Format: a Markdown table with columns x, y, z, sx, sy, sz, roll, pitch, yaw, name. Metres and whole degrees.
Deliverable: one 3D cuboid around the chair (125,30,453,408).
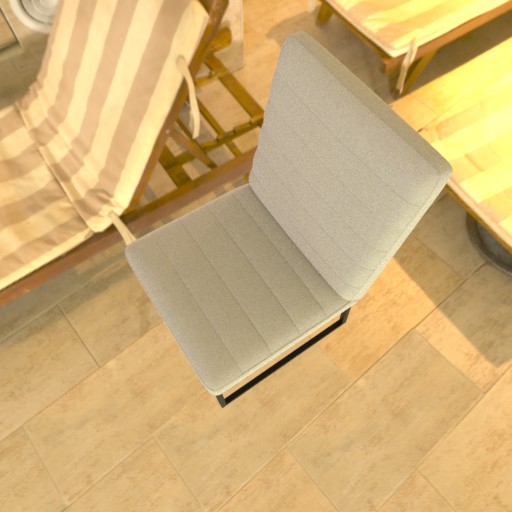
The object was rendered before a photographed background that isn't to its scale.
| x | y | z | sx | sy | sz | roll | pitch | yaw | name |
| --- | --- | --- | --- | --- | --- | --- | --- | --- | --- |
| 0.000 | 0.000 | 1.288 | 0.634 | 0.930 | 0.520 | -31 | 67 | -15 | chair |
